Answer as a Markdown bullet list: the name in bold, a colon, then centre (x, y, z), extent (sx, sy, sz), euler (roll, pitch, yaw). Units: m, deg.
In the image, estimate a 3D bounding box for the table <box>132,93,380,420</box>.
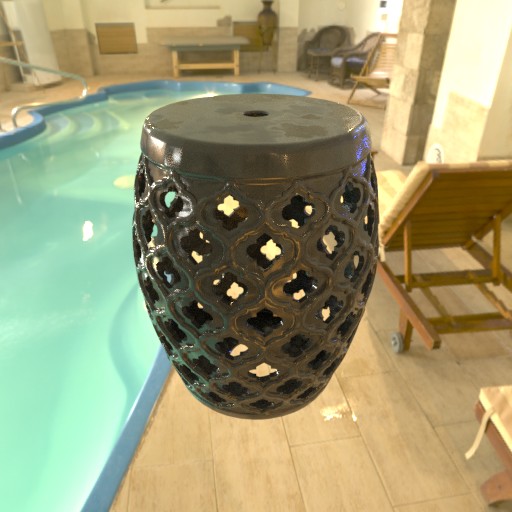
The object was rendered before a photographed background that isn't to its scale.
- **table**: centre (0.000, 0.000, 0.619), extent (0.325, 0.388, 0.325), euler (0, 31, 0)
